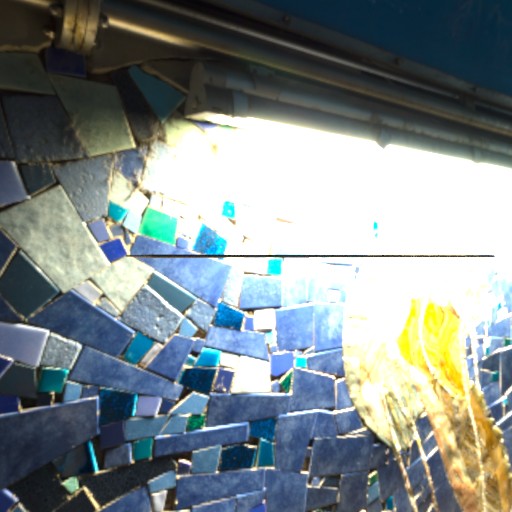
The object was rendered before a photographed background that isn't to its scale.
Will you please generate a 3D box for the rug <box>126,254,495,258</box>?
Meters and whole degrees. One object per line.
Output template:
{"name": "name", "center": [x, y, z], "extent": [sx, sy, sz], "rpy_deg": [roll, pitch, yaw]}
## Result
{"name": "rug", "center": [0.000, 0.000, 2.274], "extent": [1.219, 0.010, 1.829], "rpy_deg": [0, 0, -18]}
